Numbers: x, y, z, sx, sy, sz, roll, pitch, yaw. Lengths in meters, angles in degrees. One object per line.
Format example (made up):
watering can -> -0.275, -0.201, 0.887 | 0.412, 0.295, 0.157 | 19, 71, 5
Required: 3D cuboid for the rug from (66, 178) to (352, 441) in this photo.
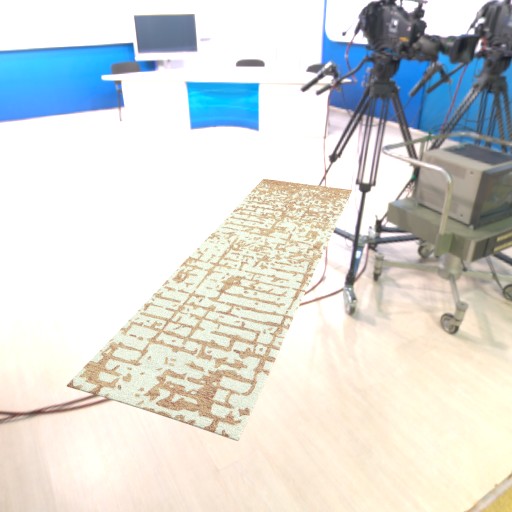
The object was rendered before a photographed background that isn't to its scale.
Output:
rug -> 0.000, 0.000, 2.660 | 0.750, 0.011, 2.435 | 11, 33, 17
